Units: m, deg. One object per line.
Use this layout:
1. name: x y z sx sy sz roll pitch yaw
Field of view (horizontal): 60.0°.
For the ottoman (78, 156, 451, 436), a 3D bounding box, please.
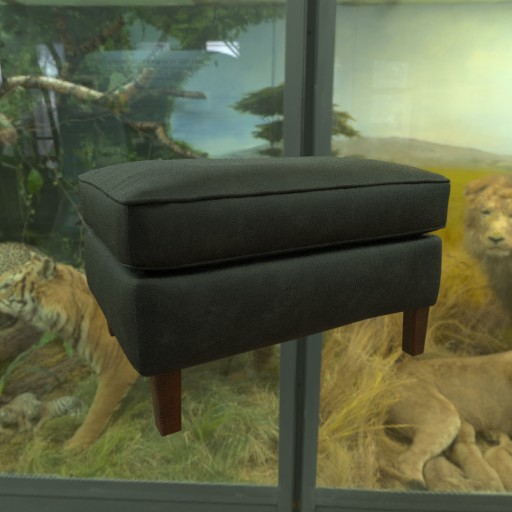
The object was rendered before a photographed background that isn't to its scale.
1. ottoman: 0.000 0.000 0.965 0.665 0.413 0.501 -8 17 -27
